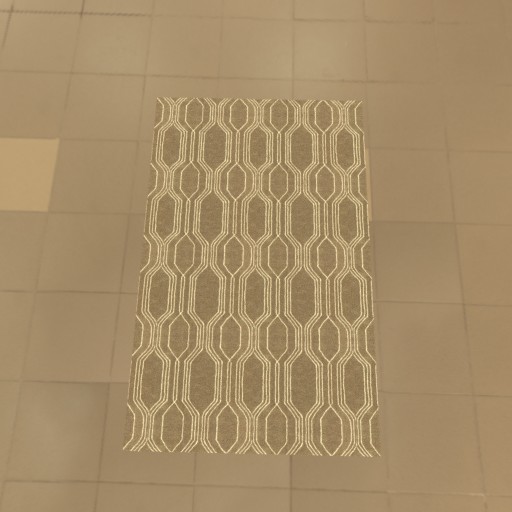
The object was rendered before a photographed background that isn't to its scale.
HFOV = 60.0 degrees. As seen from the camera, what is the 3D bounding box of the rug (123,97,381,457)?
[{"bbox_3d":[0.000,0.000,2.986,1.541,0.012,2.457,1,74,0],"label":"rug"}]
